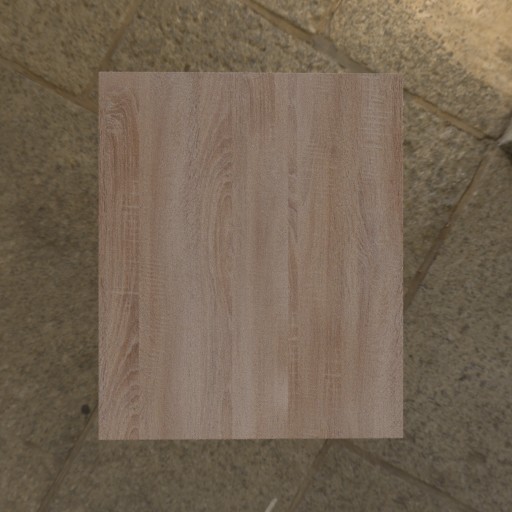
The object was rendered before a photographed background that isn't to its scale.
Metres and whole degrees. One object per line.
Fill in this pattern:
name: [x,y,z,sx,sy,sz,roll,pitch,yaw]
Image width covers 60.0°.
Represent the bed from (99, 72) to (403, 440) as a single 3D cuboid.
bed: [0.000,0.000,0.766,0.401,0.420,0.460,0,90,-1]
